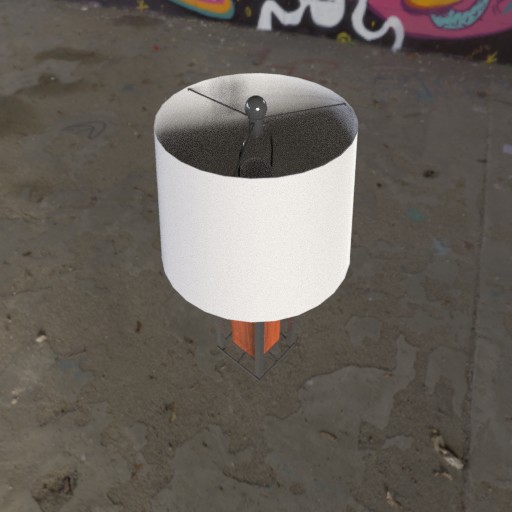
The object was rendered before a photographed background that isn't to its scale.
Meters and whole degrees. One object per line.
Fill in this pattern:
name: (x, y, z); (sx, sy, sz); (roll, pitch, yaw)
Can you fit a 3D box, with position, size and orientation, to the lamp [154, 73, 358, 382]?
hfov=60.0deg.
lamp: (0.000, 0.000, 0.779); (0.320, 0.591, 0.320); (0, 46, 0)
